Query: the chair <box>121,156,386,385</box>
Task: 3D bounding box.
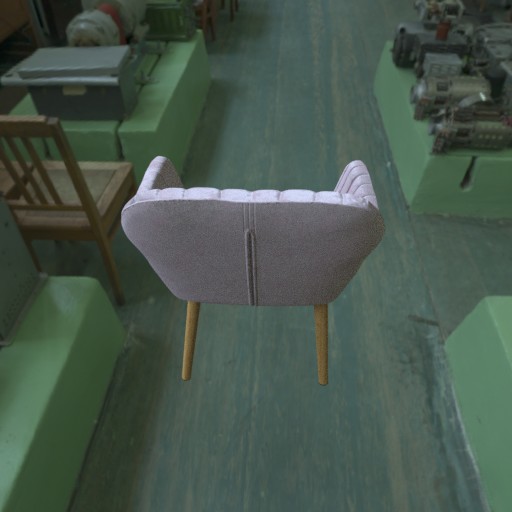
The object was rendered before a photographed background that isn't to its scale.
[{"bbox_3d":[0.000,0.000,1.262,0.610,0.832,0.570,2,45,2],"label":"chair"}]
